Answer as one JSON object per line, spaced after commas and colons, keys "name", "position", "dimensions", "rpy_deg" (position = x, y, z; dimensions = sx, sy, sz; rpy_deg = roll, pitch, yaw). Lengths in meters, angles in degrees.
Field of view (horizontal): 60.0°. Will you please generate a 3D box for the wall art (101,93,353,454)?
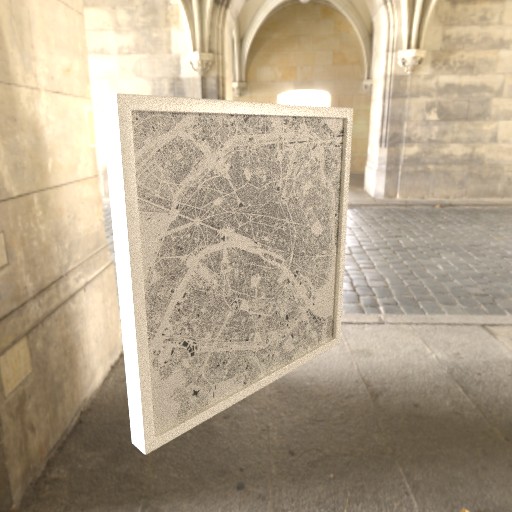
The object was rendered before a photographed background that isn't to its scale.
{"name": "wall art", "position": [0.000, 0.000, 0.777], "dimensions": [0.038, 0.508, 0.508], "rpy_deg": [15, 22, 42]}
